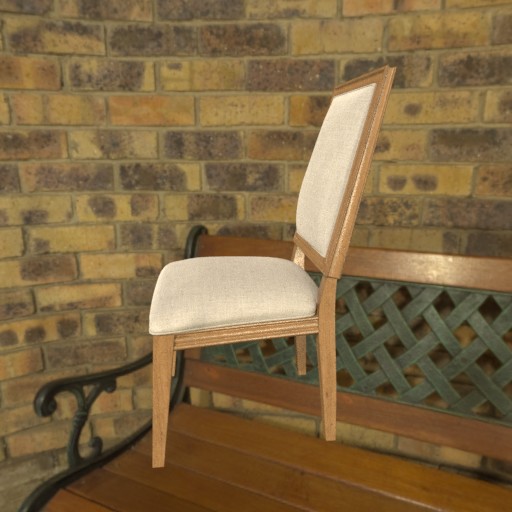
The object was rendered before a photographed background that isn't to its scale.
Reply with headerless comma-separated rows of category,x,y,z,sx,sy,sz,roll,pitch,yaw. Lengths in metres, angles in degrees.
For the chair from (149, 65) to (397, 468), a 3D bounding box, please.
chair,0.000,0.000,1.299,0.601,0.988,0.536,-2,15,-7
